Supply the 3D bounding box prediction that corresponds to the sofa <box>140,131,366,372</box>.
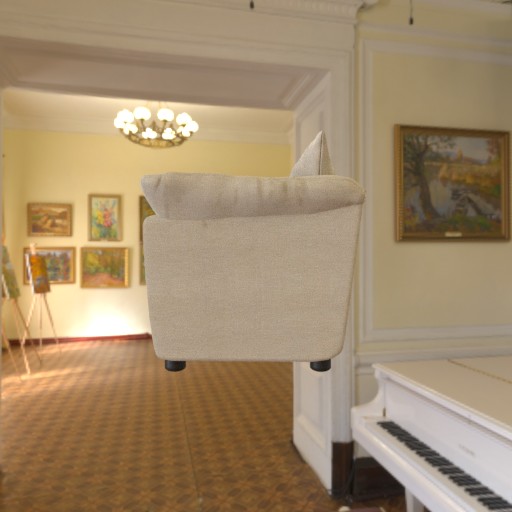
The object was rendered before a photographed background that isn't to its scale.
[{"bbox_3d":[0.000,0.000,2.812,0.893,0.981,2.377,0,-1,0],"label":"sofa"}]
